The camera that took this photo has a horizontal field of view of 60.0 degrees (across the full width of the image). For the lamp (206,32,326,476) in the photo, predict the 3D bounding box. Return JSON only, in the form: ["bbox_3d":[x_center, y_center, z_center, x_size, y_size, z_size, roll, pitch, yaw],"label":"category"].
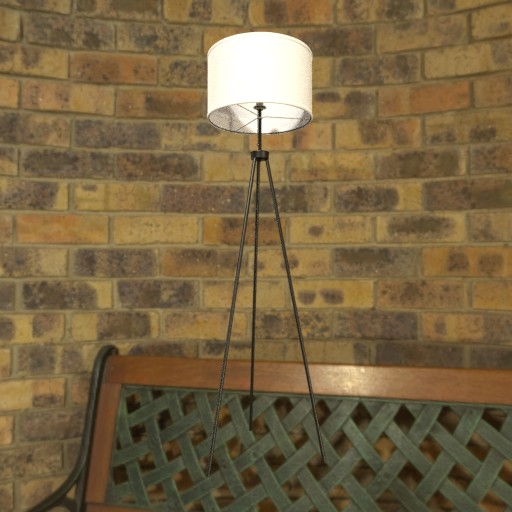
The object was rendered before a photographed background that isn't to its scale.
[{"bbox_3d":[0.000,0.000,1.748,0.448,1.545,0.458,0,0,-18],"label":"lamp"}]
